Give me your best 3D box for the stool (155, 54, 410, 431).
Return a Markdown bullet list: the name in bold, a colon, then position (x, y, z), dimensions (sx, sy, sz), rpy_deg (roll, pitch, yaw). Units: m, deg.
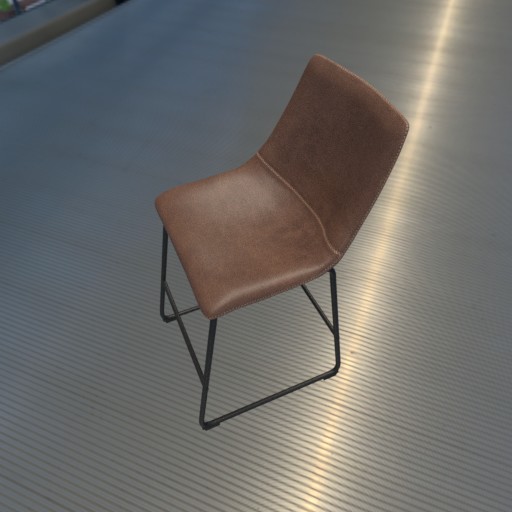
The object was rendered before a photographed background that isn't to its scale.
- **stool**: position (0.000, 0.000, 1.226), dimensions (0.550, 0.890, 0.460), rpy_deg (-18, 49, -16)
